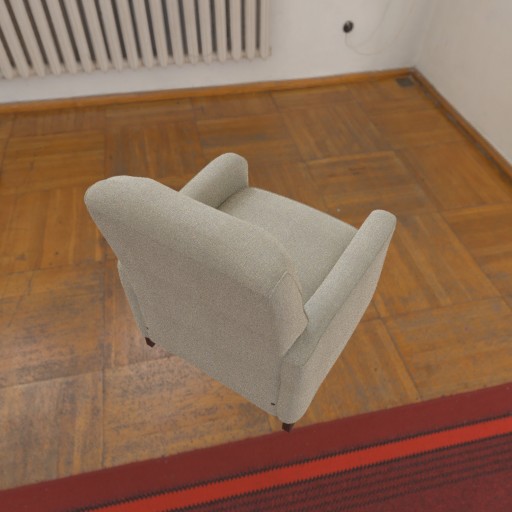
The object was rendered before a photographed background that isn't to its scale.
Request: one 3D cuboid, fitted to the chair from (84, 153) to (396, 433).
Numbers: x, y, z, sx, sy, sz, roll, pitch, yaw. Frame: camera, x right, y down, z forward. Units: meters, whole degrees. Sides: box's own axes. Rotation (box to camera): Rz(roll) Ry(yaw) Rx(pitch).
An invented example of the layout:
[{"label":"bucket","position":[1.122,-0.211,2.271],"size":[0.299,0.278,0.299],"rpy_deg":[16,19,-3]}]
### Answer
[{"label":"chair","position":[0.000,0.000,1.705],"size":[0.850,1.006,0.853],"rpy_deg":[25,52,21]}]
